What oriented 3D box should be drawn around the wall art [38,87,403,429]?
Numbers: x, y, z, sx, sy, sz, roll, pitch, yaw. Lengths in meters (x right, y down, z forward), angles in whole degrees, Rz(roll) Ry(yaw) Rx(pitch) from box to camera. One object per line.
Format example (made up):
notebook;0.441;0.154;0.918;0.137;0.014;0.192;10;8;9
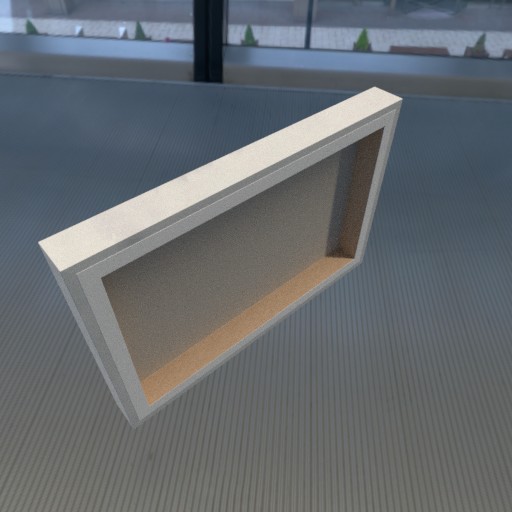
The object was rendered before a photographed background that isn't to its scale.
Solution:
wall art;0.000;0.000;0.486;0.381;0.254;0.038;-32;54;-27
